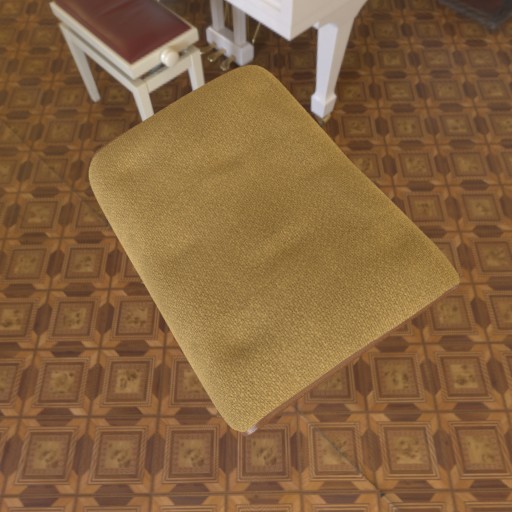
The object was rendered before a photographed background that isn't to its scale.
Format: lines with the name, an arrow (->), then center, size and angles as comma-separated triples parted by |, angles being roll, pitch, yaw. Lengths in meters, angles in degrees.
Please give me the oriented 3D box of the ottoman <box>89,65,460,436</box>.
ottoman -> 0.000, 0.000, 0.801 | 0.394, 0.391, 0.520 | -30, 66, -15
